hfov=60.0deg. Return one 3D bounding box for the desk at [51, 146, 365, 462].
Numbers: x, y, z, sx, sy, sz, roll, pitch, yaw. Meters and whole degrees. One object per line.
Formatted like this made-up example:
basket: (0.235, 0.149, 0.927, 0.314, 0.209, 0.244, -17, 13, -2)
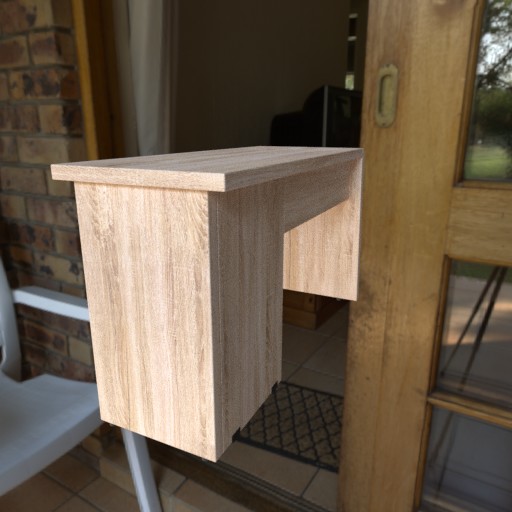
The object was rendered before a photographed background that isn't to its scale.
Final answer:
desk: (0.000, 0.000, 1.659, 0.500, 0.750, 1.300, 8, 18, 25)
